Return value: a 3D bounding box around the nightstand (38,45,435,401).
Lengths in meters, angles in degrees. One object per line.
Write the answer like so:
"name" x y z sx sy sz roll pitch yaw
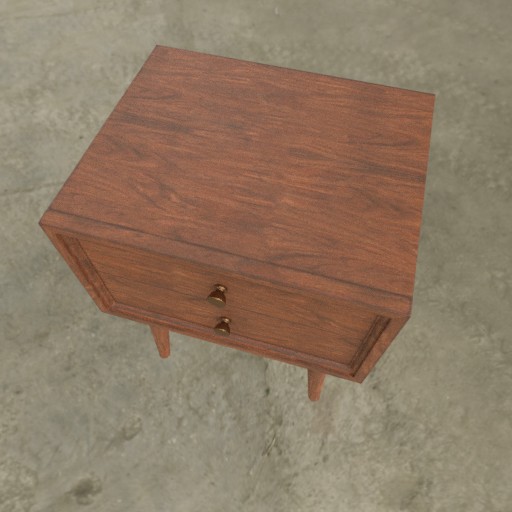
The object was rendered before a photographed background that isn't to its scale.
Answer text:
"nightstand" 0.000 0.000 0.951 0.521 0.607 0.445 14 60 8
